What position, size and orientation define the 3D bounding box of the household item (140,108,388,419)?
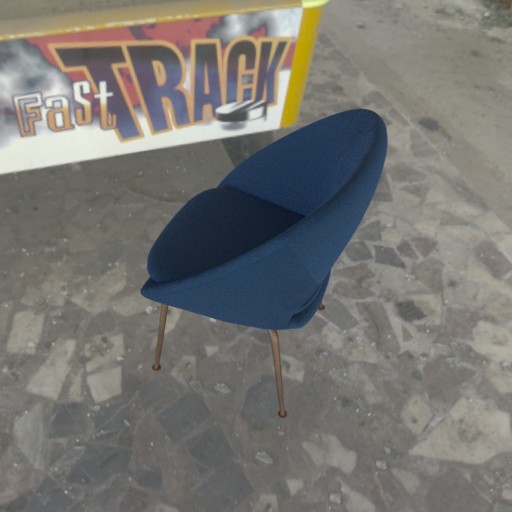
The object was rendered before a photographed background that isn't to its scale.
[{"bbox_3d":[0.000,0.000,1.270,0.573,0.852,0.623,16,48,15],"label":"household item"}]
